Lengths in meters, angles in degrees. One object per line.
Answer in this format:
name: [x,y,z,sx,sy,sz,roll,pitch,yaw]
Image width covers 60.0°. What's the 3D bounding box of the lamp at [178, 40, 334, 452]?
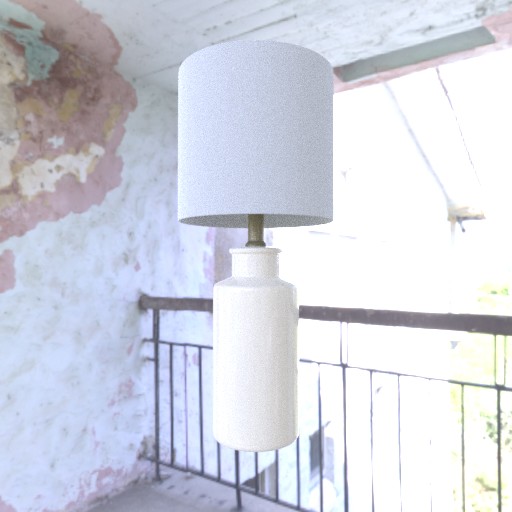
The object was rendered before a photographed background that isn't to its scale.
lamp: [0.000,0.000,0.610,0.212,0.493,0.212,-1,-1,36]
